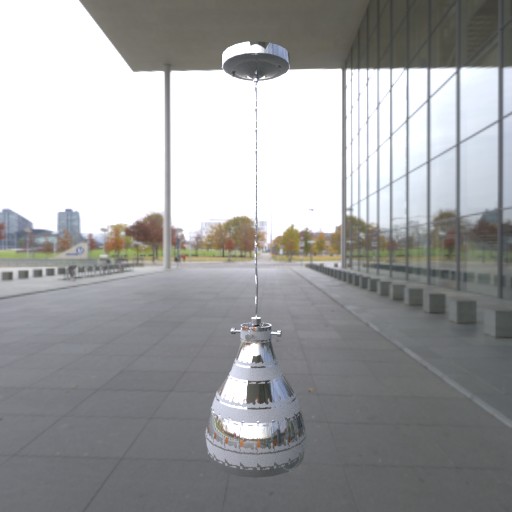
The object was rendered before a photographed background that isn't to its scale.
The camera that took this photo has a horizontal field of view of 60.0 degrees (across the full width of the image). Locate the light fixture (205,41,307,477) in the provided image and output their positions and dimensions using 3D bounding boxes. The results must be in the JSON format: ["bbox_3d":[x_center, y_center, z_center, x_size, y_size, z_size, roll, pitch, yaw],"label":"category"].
[{"bbox_3d":[0.000,0.000,1.632,0.374,1.457,0.374,0,0,17],"label":"light fixture"}]
